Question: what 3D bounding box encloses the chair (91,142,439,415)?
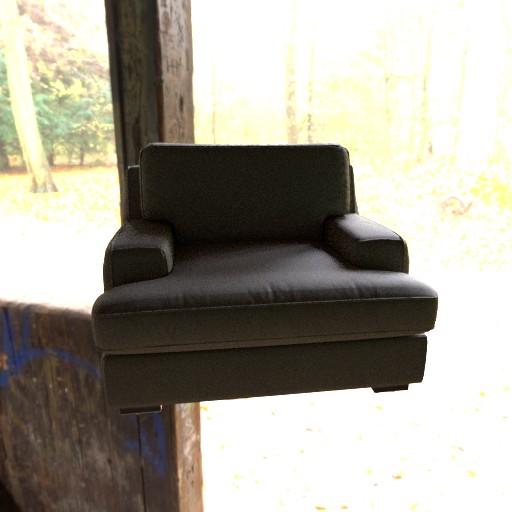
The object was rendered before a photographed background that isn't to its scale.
[{"bbox_3d":[0.000,0.000,1.986,1.270,0.974,1.043,-2,15,-8],"label":"chair"}]
